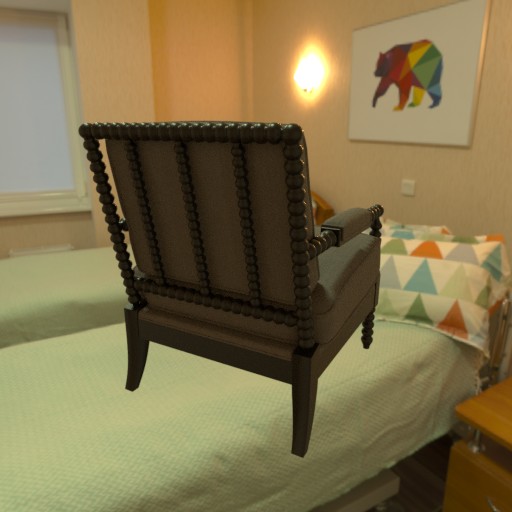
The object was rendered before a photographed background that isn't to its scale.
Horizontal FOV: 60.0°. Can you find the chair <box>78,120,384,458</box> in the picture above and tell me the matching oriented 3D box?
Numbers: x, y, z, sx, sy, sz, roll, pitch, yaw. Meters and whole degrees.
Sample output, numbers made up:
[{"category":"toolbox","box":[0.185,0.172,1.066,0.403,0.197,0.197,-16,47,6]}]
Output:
[{"category":"chair","box":[0.000,0.000,1.133,0.540,0.661,0.622,9,19,28]}]
